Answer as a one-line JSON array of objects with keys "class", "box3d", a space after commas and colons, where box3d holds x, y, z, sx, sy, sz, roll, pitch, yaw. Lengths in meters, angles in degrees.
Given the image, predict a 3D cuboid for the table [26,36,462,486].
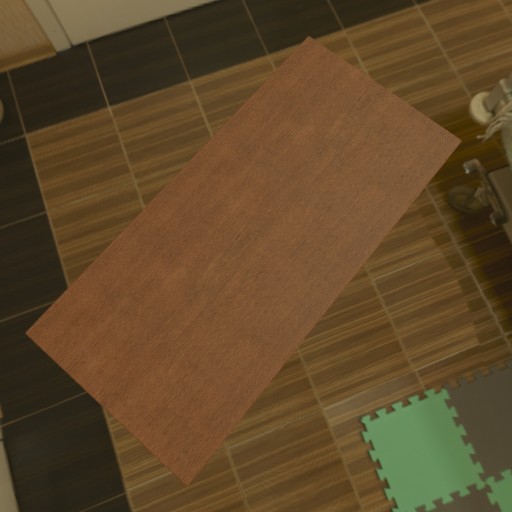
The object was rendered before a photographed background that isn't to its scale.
[{"class": "table", "box3d": [0.000, 0.000, 1.258, 0.483, 0.457, 1.016, 39, 79, 9]}]
